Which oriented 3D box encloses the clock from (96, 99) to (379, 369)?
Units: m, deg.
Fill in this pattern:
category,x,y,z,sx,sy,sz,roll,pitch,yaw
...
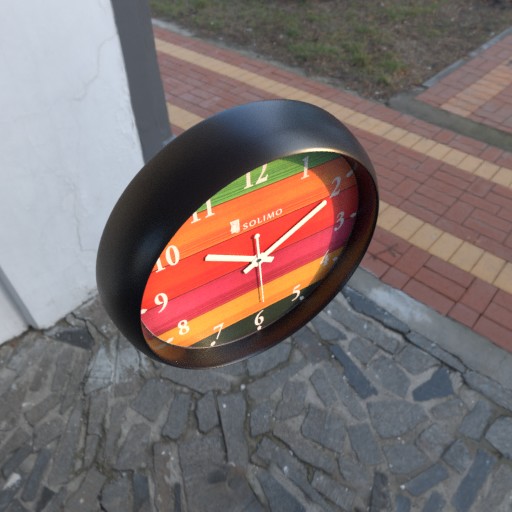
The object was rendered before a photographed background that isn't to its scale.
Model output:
category,x,y,z,sx,sy,sz,roll,pitch,yaw
clock,0.000,0.000,0.443,0.300,0.300,0.060,-24,51,-21
